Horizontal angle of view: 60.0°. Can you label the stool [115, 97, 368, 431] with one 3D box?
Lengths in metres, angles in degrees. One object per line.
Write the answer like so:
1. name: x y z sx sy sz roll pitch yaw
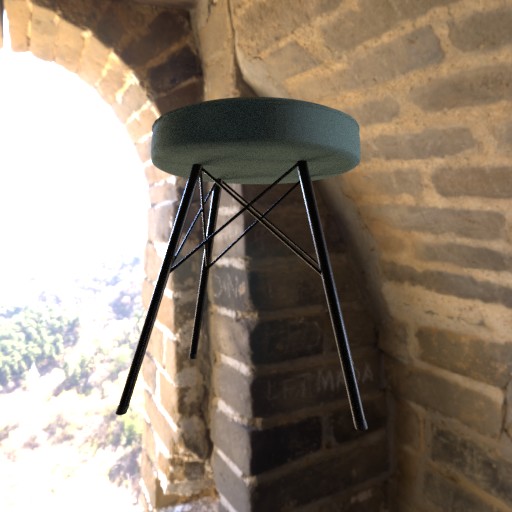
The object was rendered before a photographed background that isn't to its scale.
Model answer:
1. stool: 0.000 0.000 0.888 0.457 0.519 0.458 0 0 18
